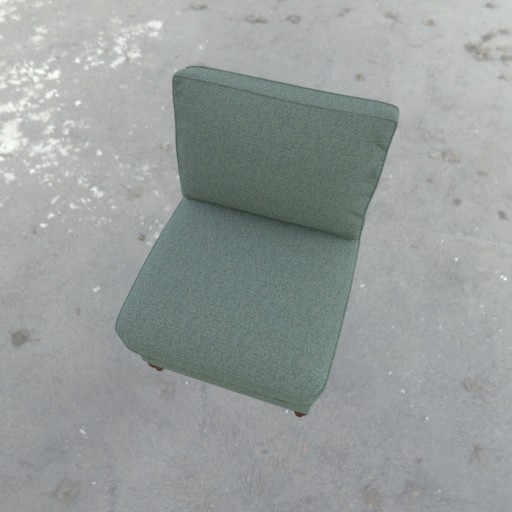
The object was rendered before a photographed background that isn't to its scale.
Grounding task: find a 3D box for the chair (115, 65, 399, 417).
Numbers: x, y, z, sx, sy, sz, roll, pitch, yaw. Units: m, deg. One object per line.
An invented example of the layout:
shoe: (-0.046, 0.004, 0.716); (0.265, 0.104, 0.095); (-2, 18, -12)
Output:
chair: (0.000, 0.000, 1.402); (0.624, 0.901, 0.796); (15, 60, 9)
